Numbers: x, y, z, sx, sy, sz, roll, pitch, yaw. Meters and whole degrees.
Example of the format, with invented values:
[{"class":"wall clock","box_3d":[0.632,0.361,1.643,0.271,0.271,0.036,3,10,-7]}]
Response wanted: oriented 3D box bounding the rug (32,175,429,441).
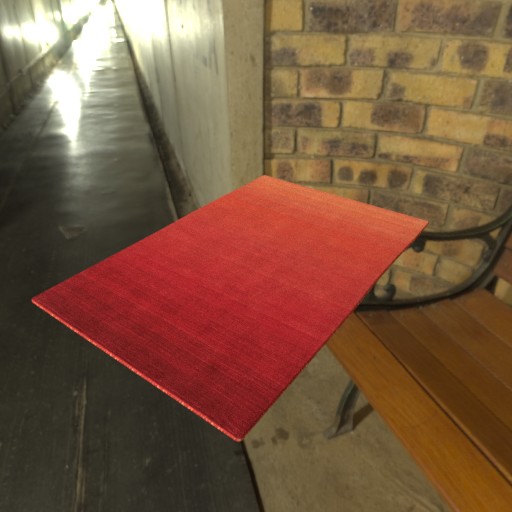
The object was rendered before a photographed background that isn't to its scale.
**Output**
[{"class":"rug","box_3d":[0.000,0.000,2.340,1.230,0.018,1.835,22,39,30]}]
